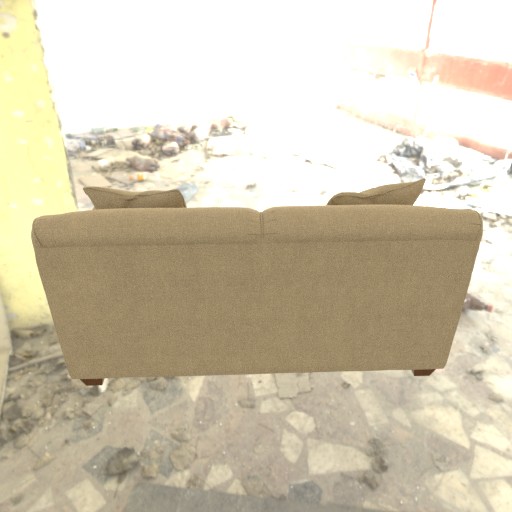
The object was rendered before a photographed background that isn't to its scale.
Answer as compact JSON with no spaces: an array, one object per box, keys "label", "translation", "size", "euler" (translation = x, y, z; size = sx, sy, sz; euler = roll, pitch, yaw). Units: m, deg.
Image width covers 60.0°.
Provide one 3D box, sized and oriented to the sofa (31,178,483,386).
[{"label":"sofa","translation":[0.000,0.000,2.378],"size":[1.846,0.958,0.998],"euler":[-1,30,-2]}]
